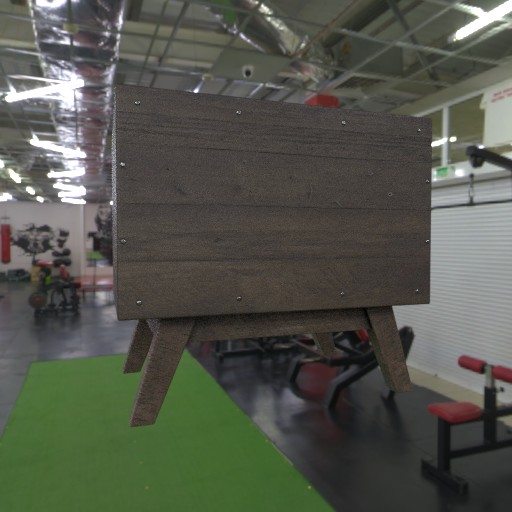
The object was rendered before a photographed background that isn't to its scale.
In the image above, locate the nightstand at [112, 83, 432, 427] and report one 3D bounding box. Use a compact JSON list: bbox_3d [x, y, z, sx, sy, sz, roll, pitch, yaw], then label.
[{"bbox_3d":[0.000,0.000,1.069,0.650,0.599,0.450,-1,2,-19],"label":"nightstand"}]
